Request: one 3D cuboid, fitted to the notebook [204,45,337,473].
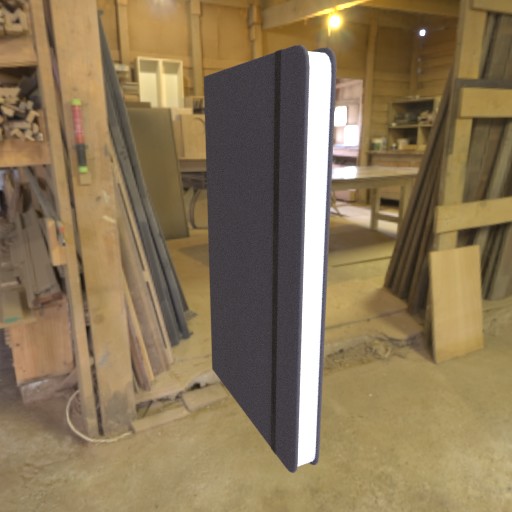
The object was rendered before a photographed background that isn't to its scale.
[{"bbox_3d":[0.000,0.000,0.264,0.016,0.213,0.127,-7,17,-24],"label":"notebook"}]
